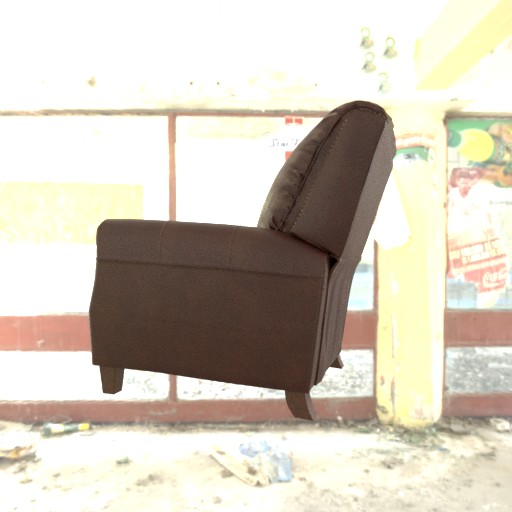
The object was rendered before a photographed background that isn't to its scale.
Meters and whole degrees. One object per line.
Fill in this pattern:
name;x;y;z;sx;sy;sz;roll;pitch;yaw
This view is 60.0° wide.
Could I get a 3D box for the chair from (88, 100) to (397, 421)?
chair;0.000;0.000;1.811;1.089;1.022;0.826;0;0;19
